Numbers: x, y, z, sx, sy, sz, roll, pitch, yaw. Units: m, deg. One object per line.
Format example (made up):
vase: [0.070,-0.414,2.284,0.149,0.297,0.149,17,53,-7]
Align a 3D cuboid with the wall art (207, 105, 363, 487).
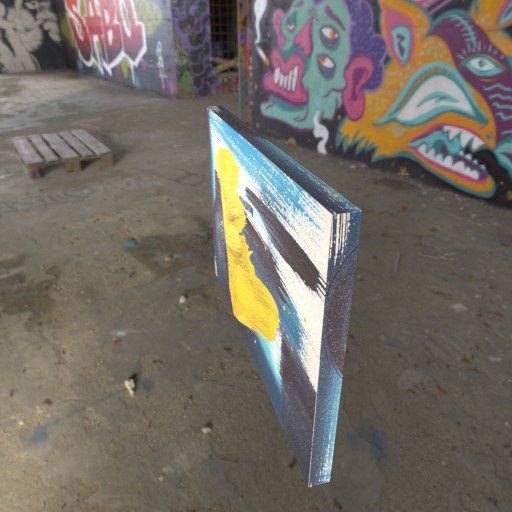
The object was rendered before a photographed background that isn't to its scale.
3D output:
wall art: [0.000,0.000,0.775,0.033,0.406,0.609,-8,29,-15]
